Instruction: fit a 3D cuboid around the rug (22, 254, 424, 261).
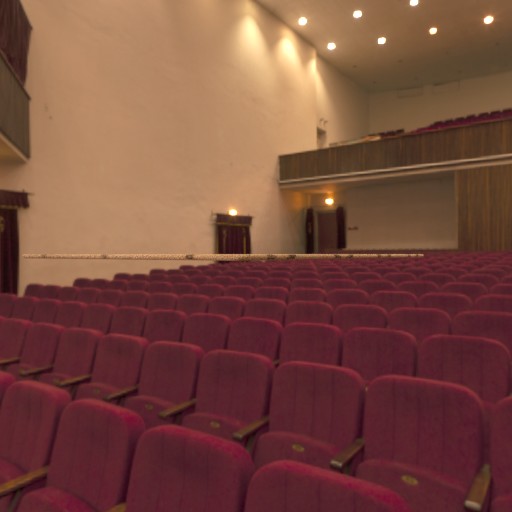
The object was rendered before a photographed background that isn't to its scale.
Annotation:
[{"bbox_3d":[0.000,0.000,3.429,1.801,0.026,2.701,0,0,36],"label":"rug"}]
